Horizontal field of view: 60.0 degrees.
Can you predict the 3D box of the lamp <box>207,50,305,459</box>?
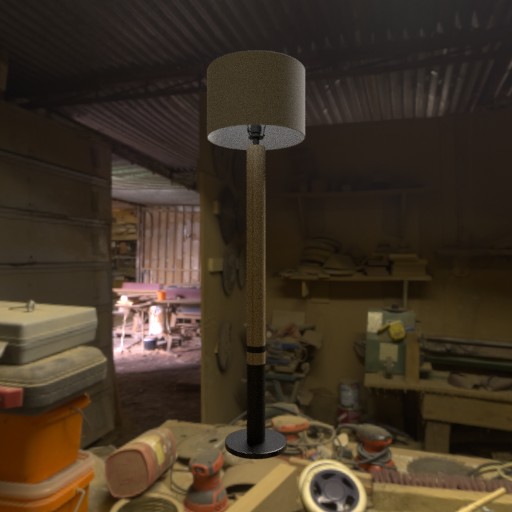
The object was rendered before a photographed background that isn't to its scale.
[{"bbox_3d":[0.000,0.000,1.732,0.381,1.478,0.381,0,0,17],"label":"lamp"}]
